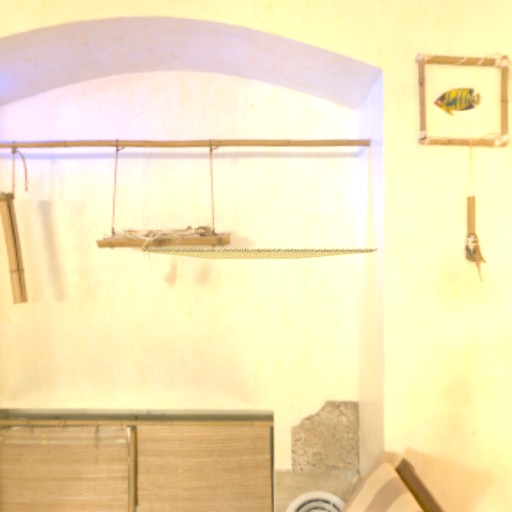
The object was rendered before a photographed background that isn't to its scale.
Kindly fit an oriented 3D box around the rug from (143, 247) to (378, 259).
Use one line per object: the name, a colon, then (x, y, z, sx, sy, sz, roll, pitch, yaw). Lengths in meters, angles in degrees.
rug: (0.000, 0.000, 2.760, 0.795, 0.015, 2.544, 0, -1, -1)
